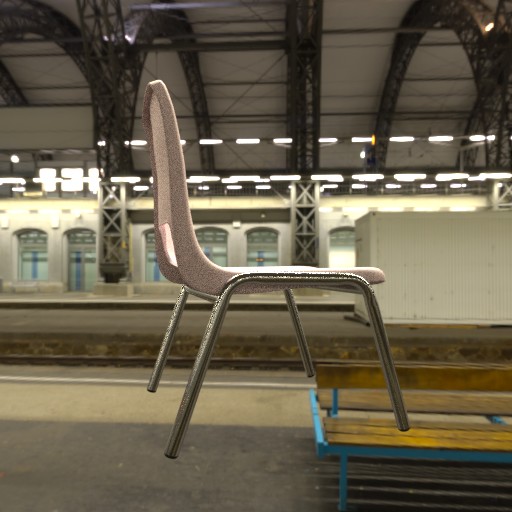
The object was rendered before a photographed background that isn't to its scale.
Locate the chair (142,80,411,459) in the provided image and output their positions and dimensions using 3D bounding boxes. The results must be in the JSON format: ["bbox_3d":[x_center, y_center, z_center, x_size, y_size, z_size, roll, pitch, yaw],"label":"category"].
[{"bbox_3d":[0.000,0.000,0.783,0.385,0.537,0.354,0,-1,-18],"label":"chair"}]
